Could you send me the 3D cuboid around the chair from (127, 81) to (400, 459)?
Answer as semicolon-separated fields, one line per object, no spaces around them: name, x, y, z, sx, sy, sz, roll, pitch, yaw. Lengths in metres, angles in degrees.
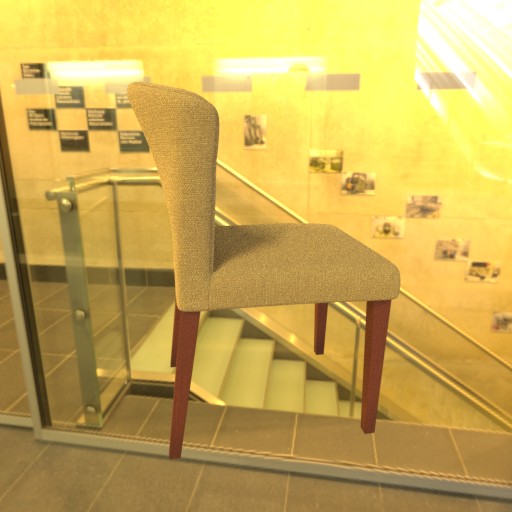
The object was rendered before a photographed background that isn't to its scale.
chair;0.000;0.000;1.165;0.589;0.839;0.491;-3;17;-10
